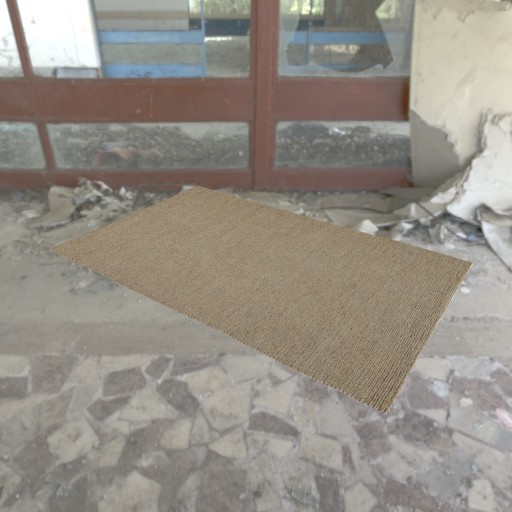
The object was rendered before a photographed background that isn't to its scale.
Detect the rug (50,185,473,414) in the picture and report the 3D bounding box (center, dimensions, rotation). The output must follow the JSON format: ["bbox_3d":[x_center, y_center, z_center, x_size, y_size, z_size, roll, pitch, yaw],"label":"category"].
[{"bbox_3d":[0.000,0.000,3.007,2.439,0.011,1.533,20,35,30],"label":"rug"}]
